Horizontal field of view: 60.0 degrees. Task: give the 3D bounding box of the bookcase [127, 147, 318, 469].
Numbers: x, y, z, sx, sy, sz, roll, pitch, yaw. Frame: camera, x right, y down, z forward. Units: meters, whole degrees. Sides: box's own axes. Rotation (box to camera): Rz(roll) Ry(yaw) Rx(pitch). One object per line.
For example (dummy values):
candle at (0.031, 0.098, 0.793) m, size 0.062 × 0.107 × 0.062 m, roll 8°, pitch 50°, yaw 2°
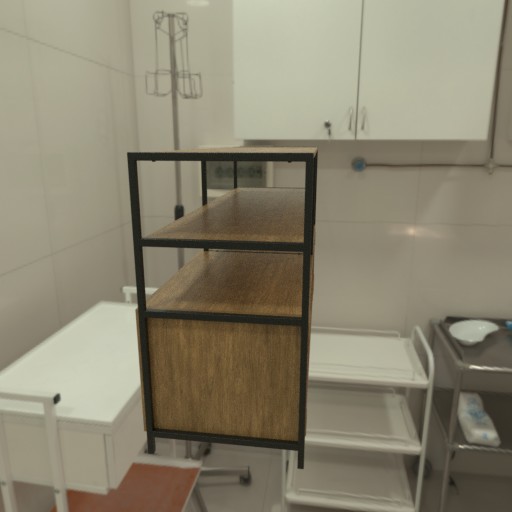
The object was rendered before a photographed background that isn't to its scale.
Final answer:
bookcase at (0.000, 0.000, 1.511) m, size 0.391 × 0.712 × 1.149 m, roll 2°, pitch 15°, yaw 8°
